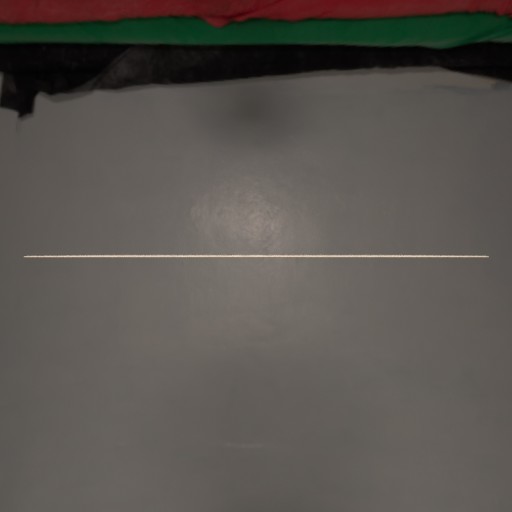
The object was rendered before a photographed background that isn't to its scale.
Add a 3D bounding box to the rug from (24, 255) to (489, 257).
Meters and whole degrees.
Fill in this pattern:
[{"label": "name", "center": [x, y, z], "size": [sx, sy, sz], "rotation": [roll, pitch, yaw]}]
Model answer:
[{"label": "rug", "center": [0.000, 0.000, 3.068], "size": [2.438, 0.008, 1.523], "rotation": [0, 0, -1]}]
